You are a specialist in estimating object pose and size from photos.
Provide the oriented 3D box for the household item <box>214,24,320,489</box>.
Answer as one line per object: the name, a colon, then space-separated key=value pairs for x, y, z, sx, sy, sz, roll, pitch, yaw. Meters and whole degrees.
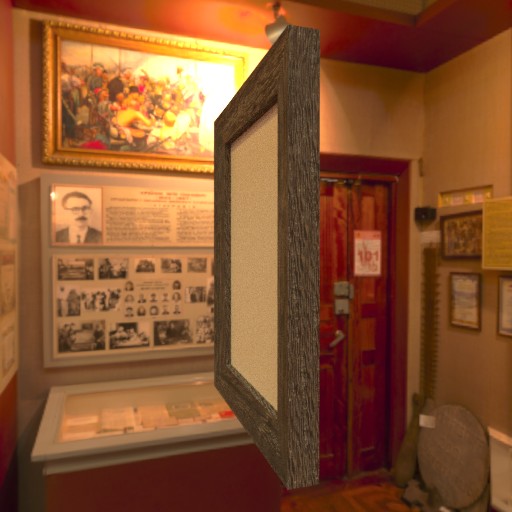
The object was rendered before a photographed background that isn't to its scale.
household item: x=0.000 y=0.000 z=0.279 sx=0.020 sy=0.210 sz=0.160 roll=0 pitch=1 yaw=-17
